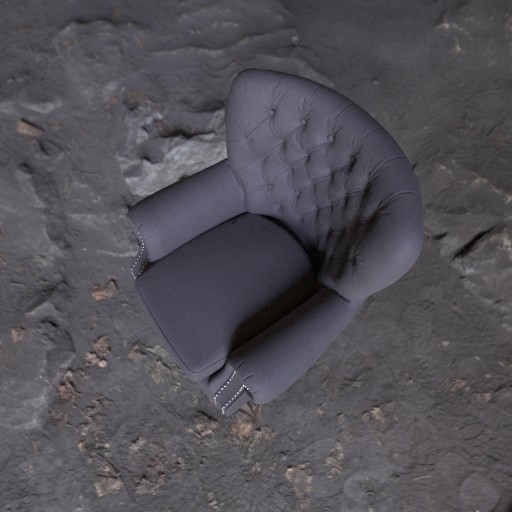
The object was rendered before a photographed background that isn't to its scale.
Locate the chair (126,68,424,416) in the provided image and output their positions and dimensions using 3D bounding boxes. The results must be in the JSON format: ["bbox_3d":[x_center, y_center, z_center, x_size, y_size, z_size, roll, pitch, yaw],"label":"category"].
[{"bbox_3d":[0.000,0.000,1.808,0.983,1.046,0.983,-33,68,-15],"label":"chair"}]
